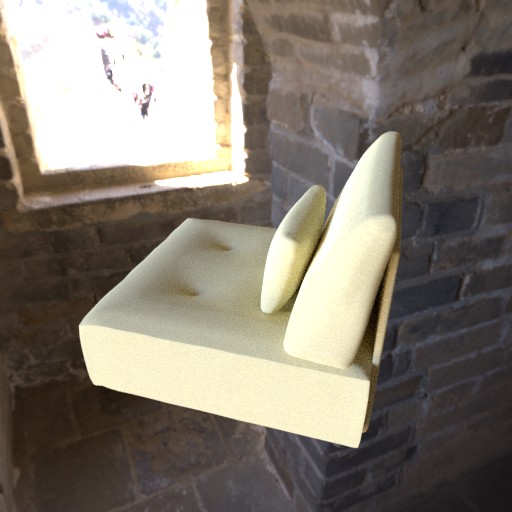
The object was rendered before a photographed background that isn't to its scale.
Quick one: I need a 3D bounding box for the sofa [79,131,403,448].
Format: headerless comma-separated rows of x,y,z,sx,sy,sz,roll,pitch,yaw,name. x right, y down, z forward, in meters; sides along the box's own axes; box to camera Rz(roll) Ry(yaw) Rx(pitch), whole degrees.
0.000,0.000,1.717,1.000,0.820,0.930,8,30,14,sofa
